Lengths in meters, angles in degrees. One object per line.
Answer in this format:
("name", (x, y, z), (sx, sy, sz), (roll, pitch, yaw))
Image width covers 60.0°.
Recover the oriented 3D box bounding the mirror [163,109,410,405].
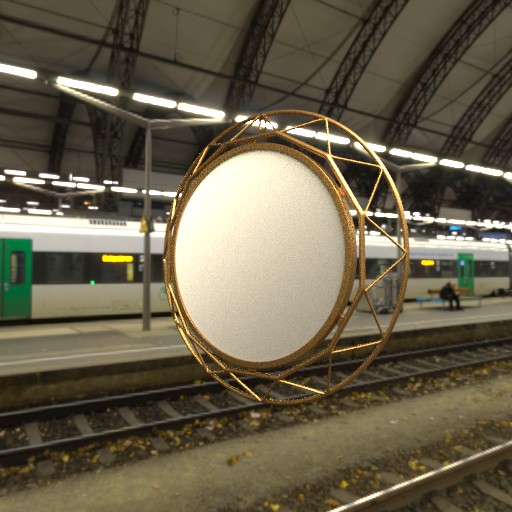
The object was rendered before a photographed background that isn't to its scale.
("mirror", (0.000, 0.000, 0.679), (0.454, 0.454, 0.043), (-1, -2, 36))
